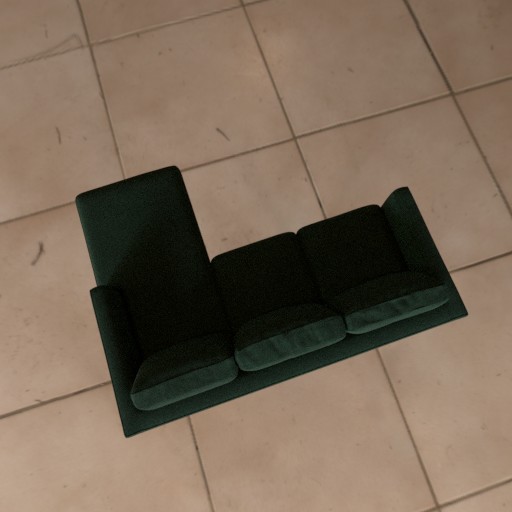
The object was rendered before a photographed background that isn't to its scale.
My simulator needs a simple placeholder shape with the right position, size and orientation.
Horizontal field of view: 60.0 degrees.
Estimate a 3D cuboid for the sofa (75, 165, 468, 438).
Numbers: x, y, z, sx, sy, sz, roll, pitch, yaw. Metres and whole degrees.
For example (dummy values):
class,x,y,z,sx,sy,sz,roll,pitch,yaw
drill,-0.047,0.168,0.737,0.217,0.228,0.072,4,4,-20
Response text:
class,x,y,z,sx,sy,sz,roll,pitch,yaw
sofa,0.000,0.000,2.855,2.030,0.899,1.580,-18,75,-5
